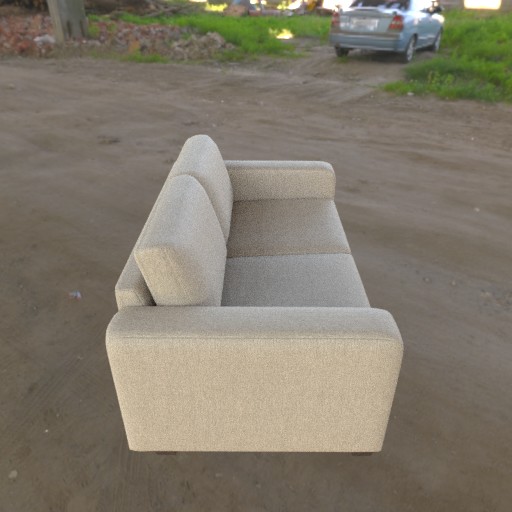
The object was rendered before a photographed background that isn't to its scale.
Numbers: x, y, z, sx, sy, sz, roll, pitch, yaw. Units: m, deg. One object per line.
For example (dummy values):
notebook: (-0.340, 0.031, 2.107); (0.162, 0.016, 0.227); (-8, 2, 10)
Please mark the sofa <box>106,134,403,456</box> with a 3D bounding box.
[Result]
sofa: (0.000, 0.000, 2.012); (0.900, 0.800, 1.540); (0, 31, 0)
